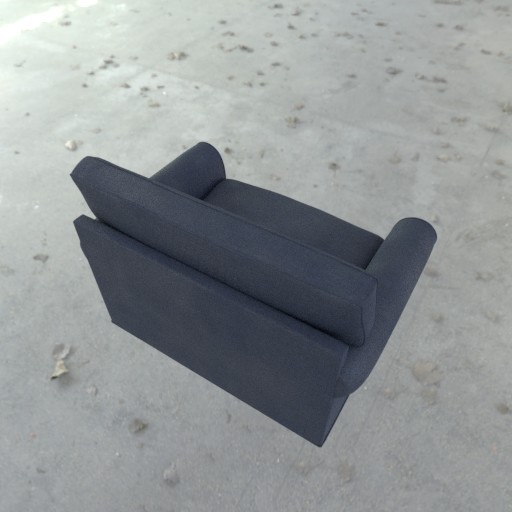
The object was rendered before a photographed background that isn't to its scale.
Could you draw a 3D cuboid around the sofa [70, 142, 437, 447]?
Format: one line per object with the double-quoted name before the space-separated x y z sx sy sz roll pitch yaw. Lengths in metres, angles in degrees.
"sofa" 0.000 0.000 2.096 1.405 1.004 0.938 24 50 22
